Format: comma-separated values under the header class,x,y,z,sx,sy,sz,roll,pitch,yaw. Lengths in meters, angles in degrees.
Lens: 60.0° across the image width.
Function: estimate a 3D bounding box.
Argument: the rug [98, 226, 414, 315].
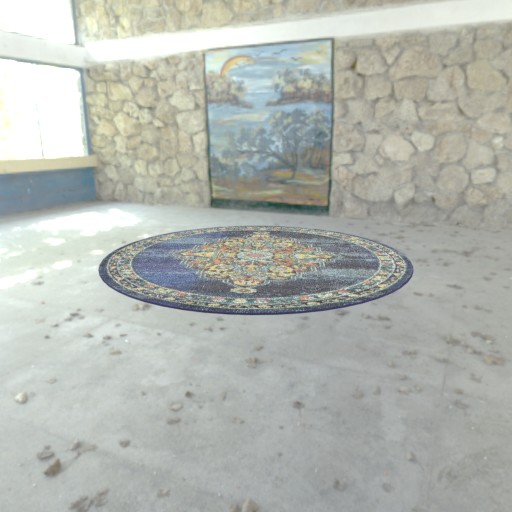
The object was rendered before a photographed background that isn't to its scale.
class,x,y,z,sx,sy,sz,roll,pitch,yaw
rug,0.000,0.000,3.547,2.386,0.014,2.386,0,15,0
